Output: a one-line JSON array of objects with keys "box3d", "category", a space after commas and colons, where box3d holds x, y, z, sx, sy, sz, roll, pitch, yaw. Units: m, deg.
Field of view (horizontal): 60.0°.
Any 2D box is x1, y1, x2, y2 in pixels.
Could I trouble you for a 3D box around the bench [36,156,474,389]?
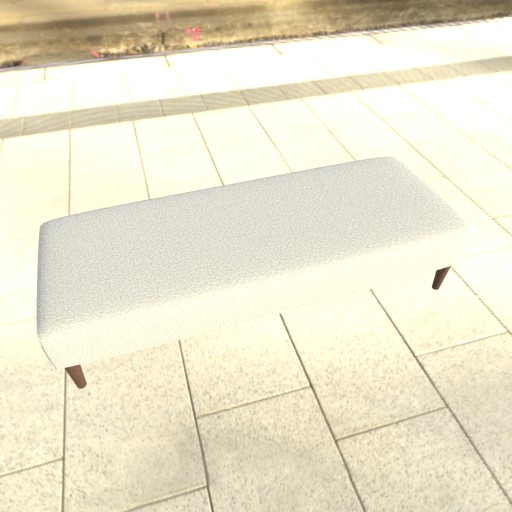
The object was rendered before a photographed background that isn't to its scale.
[{"box3d": [0.000, 0.000, 1.825, 1.598, 0.383, 0.631, -13, 45, -14], "category": "bench"}]
